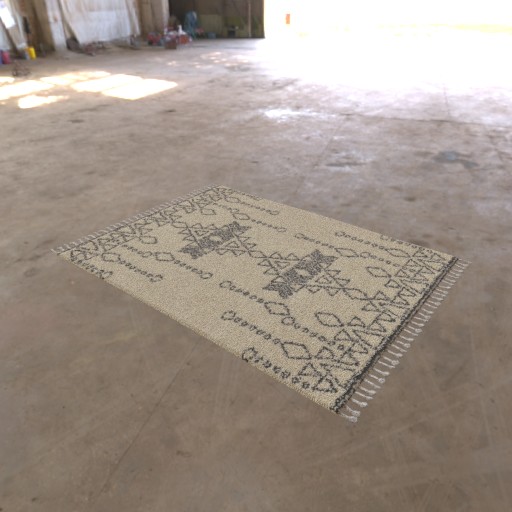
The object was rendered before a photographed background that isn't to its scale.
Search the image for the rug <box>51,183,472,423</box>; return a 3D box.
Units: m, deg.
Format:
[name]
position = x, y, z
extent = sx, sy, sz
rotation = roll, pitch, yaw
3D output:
[rug]
position = 0.000, 0.000, 3.862
extent = 3.027, 0.028, 2.125
rotation = 22, 37, 32
